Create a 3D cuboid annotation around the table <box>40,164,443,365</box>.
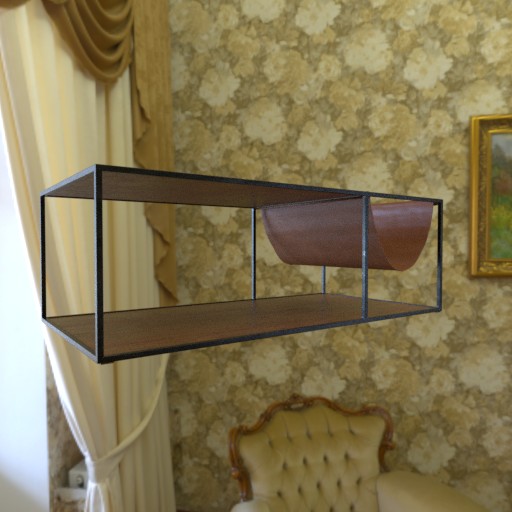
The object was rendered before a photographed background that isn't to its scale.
[{"bbox_3d":[0.000,0.000,1.465,1.199,0.403,0.597,-1,2,-36],"label":"table"}]
